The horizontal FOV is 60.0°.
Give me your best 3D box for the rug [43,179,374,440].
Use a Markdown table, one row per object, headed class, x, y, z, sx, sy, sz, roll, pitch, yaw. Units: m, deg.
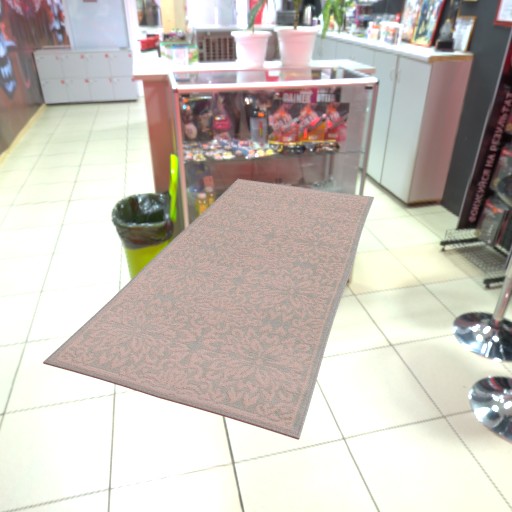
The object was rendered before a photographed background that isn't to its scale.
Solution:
| class | x | y | z | sx | sy | sz | roll | pitch | yaw |
| --- | --- | --- | --- | --- | --- | --- | --- | --- | --- |
| rug | 0.000 | 0.000 | 1.417 | 0.604 | 0.007 | 1.219 | 10 | 32 | 17 |
